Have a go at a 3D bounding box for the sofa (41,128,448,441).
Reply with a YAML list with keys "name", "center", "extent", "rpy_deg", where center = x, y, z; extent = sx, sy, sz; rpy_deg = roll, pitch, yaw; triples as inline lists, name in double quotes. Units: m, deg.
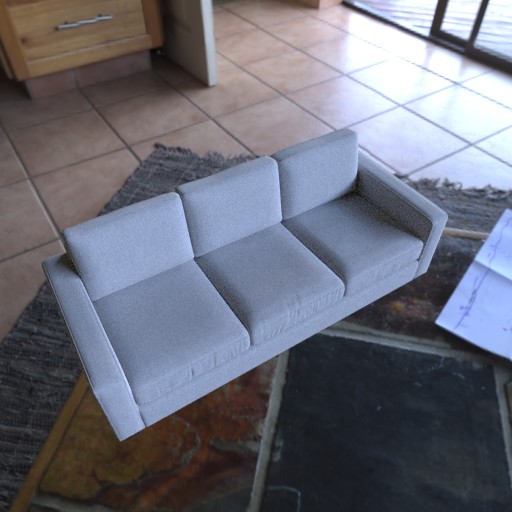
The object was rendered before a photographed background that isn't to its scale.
- name: "sofa"
  center: [0.000, 0.000, 2.554]
  extent: [2.120, 0.800, 0.900]
  rpy_deg: [-24, 50, -22]
